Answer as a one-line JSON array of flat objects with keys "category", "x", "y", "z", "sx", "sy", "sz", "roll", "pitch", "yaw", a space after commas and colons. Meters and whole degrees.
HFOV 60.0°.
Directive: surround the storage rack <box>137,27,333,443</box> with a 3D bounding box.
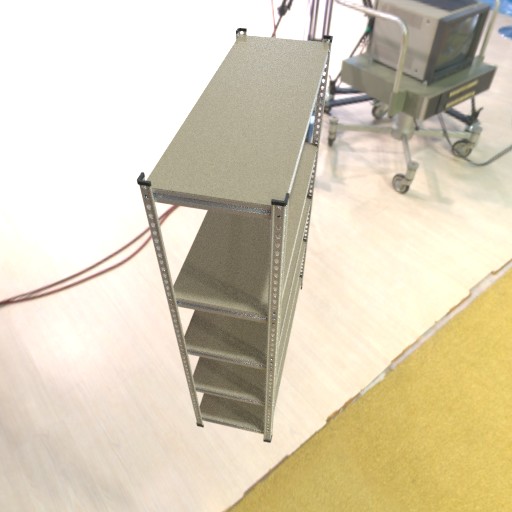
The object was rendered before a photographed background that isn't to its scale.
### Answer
[{"category": "storage rack", "x": 0.000, "y": 0.000, "z": 2.354, "sx": 0.457, "sy": 1.829, "sz": 1.219, "roll": 10, "pitch": 48, "yaw": 9}]
